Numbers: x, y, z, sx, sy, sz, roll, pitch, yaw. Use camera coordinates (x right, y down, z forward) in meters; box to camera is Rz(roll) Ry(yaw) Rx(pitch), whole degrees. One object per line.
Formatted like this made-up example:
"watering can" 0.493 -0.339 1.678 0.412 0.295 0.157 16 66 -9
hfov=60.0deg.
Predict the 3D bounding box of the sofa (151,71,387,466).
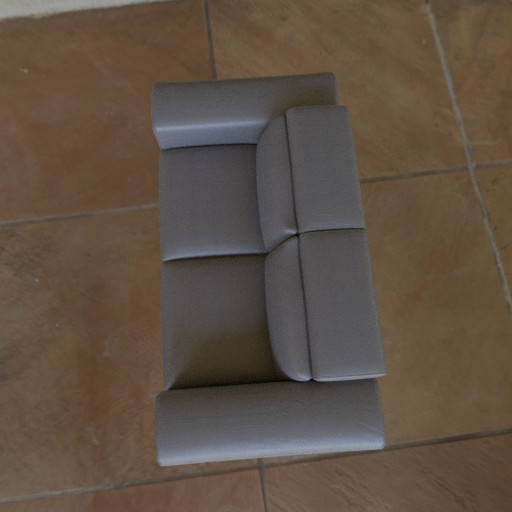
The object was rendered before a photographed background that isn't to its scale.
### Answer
"sofa" 0.000 0.000 2.343 1.024 0.753 1.930 -4 75 -1
